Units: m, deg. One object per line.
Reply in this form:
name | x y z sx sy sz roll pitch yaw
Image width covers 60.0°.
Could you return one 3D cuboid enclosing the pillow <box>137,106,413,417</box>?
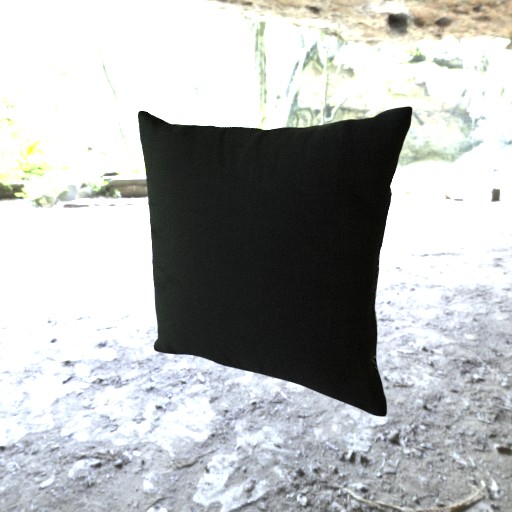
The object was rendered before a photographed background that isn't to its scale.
pillow | 0.000 0.000 0.684 0.432 0.432 0.139 9 19 27
